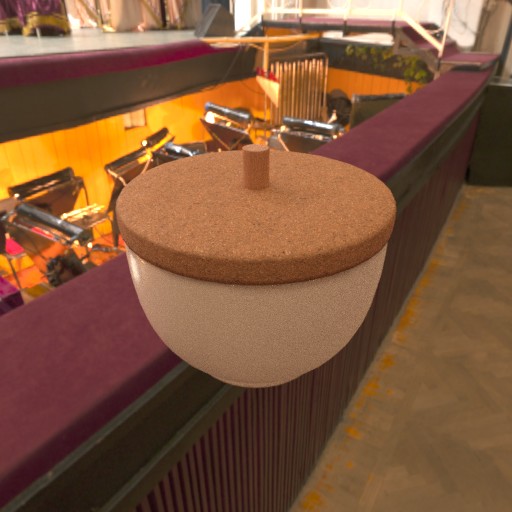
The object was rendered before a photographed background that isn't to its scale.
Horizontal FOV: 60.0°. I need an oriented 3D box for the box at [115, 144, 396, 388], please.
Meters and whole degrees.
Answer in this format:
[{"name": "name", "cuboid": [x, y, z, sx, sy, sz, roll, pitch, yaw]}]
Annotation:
[{"name": "box", "cuboid": [0.000, 0.000, 0.189, 0.107, 0.094, 0.107, 0, 30, 0]}]
